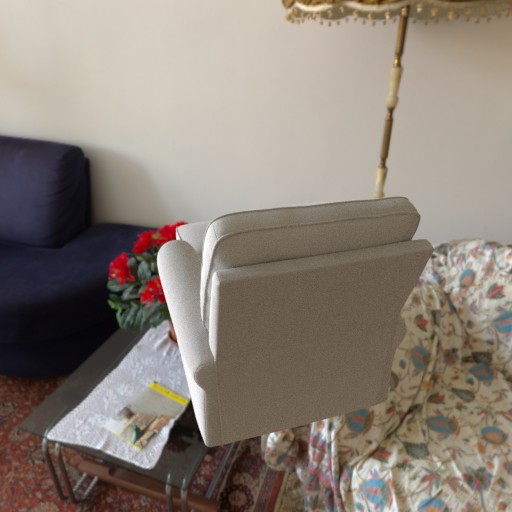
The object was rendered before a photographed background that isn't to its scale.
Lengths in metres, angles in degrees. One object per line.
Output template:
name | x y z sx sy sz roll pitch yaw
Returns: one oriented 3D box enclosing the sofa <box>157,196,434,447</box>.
sofa | 0.000 0.000 2.027 0.880 0.959 1.478 -8 29 -15
